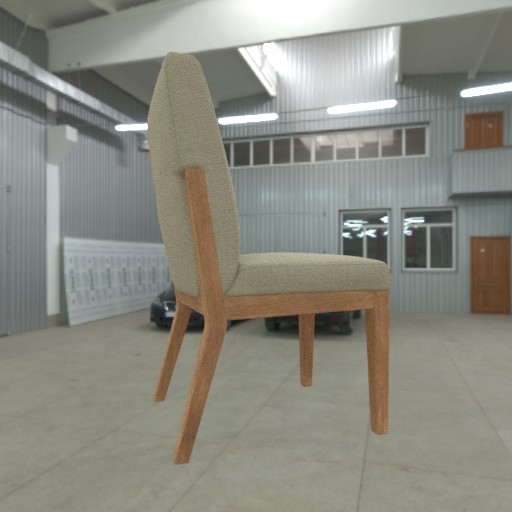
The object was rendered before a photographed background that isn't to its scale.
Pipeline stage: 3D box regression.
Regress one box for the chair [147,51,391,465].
[{"bbox_3d":[0.000,0.000,1.272,0.586,0.911,0.507,0,0,-18],"label":"chair"}]
